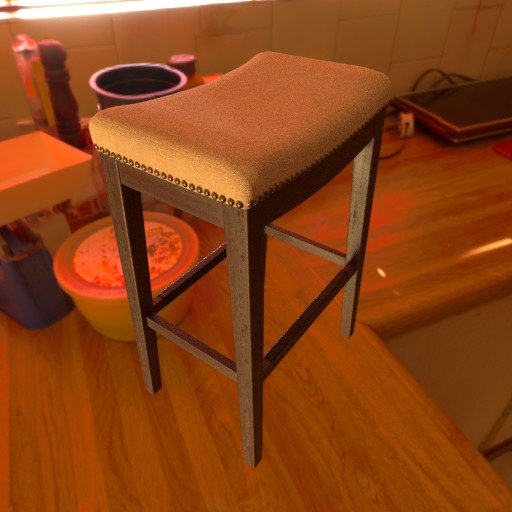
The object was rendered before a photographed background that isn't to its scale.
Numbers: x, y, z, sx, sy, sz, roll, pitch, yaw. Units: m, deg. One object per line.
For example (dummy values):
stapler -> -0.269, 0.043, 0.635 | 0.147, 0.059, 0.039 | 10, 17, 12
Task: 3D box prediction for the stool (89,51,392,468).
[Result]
stool -> 0.000, 0.000, 1.026 | 0.363, 0.768, 0.509 | 25, 45, 27
